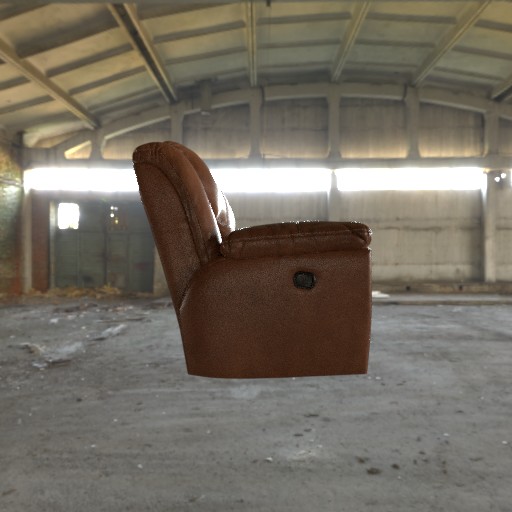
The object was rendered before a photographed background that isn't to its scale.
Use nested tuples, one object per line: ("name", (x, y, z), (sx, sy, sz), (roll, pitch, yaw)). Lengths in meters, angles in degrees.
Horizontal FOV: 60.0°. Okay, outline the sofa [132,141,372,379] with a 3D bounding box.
("sofa", (0.000, 0.000, 2.696), (0.991, 1.043, 2.058), (0, 0, 0))
